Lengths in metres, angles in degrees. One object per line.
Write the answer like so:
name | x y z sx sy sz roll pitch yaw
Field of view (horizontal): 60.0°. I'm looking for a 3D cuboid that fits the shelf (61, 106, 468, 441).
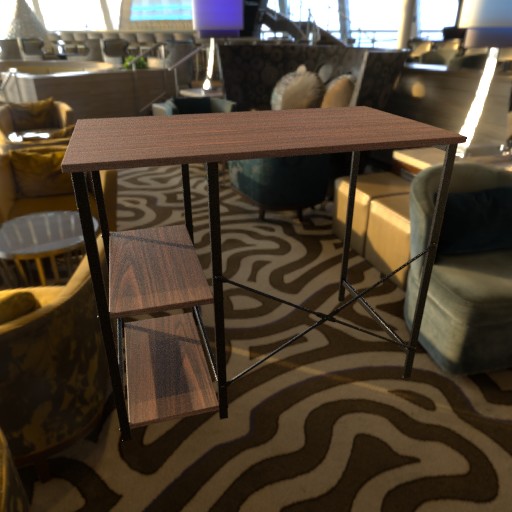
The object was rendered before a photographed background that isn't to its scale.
shelf | 0.000 0.000 1.320 0.902 0.750 0.498 -8 28 -15
